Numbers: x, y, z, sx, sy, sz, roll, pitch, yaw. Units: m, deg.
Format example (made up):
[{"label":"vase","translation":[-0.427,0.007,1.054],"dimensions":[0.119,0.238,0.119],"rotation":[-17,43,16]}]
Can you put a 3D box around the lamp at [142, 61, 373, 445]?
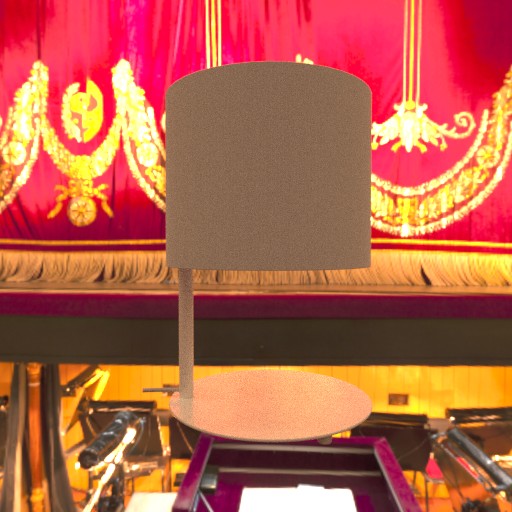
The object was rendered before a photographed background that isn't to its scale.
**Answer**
[{"label":"lamp","translation":[0.000,0.000,0.663],"dimensions":[0.341,0.454,0.299],"rotation":[0,1,1]}]
